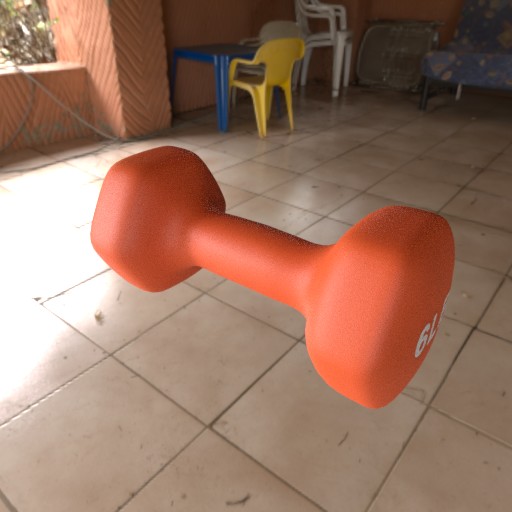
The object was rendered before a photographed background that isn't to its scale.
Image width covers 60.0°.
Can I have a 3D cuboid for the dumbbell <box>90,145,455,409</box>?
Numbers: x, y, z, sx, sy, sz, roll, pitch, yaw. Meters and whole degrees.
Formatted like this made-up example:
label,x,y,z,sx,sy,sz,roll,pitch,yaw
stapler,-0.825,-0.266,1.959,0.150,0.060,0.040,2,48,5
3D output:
label,x,y,z,sx,sy,sz,roll,pitch,yaw
dumbbell,0.000,0.000,0.202,0.162,0.071,0.079,22,37,32
